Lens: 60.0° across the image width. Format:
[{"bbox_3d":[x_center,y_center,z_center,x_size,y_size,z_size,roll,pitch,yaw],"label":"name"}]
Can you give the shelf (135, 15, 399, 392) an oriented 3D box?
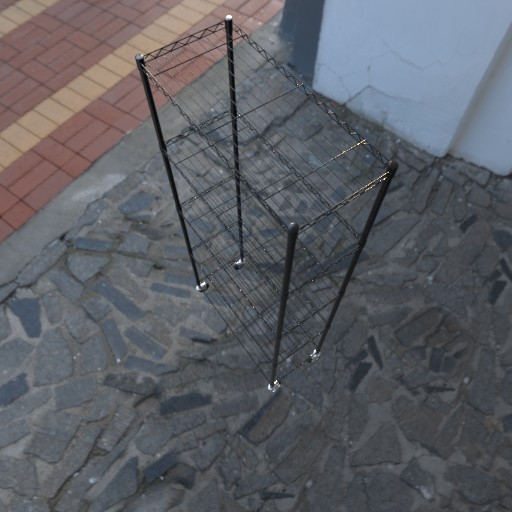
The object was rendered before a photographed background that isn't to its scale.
[{"bbox_3d":[0.000,0.000,1.900,0.356,1.645,0.762,-32,66,-17],"label":"shelf"}]
